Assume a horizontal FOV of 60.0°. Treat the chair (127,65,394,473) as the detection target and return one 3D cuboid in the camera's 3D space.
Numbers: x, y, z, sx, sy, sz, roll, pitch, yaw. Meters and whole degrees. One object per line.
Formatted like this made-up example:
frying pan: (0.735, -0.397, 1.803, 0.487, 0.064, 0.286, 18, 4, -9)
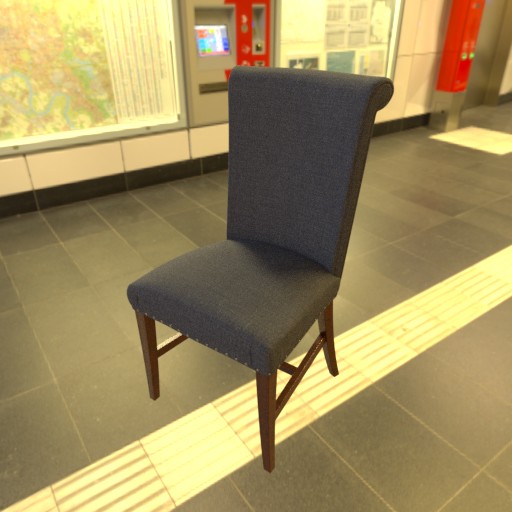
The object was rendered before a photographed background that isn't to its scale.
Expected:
chair: (0.000, 0.000, 1.327, 0.513, 0.988, 0.608, 19, 34, 30)
